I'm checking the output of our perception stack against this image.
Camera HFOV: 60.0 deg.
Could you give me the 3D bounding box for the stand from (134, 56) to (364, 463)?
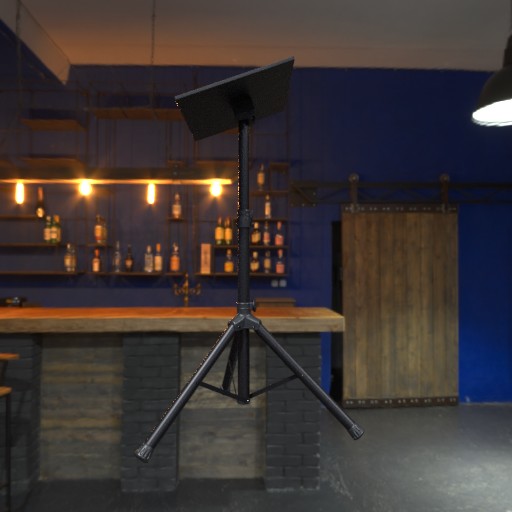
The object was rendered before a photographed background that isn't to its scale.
[{"bbox_3d":[0.000,0.000,1.608,0.702,1.198,0.702,0,-1,0],"label":"stand"}]
